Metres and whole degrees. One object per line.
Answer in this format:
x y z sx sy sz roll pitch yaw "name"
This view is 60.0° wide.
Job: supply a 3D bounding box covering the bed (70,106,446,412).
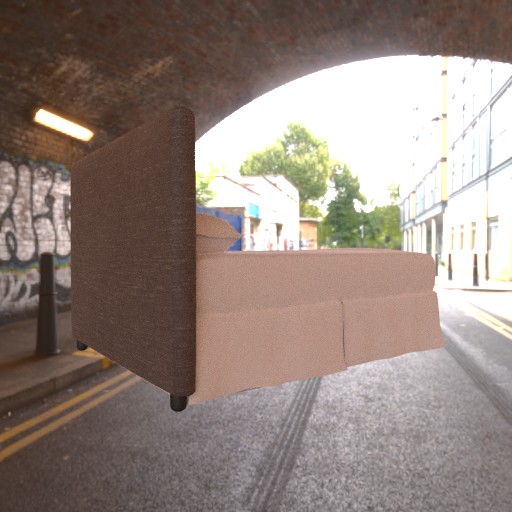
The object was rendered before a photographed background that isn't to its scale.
0.000 0.000 3.160 2.142 1.330 1.723 -1 1 -37 "bed"
